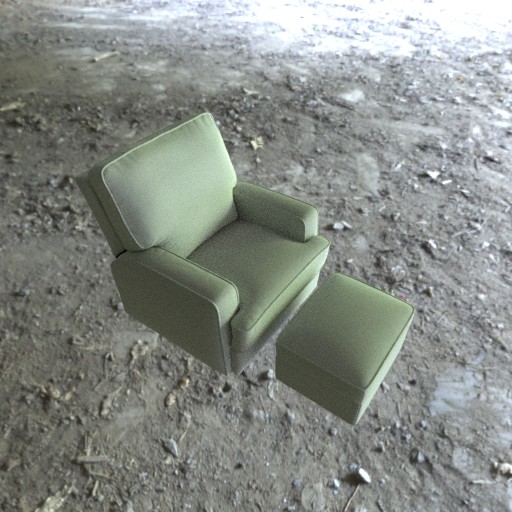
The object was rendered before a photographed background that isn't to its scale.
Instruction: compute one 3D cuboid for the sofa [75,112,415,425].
[{"bbox_3d":[0.000,0.000,2.124,1.472,0.959,0.861,26,48,26],"label":"sofa"}]
